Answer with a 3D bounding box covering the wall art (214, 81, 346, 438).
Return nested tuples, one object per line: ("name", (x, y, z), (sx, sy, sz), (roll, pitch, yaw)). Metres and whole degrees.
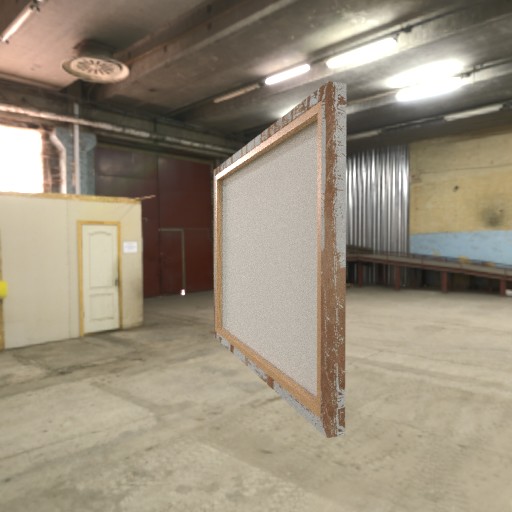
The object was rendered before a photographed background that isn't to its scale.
("wall art", (0.000, 0.000, 1.196), (0.035, 0.609, 0.914), (0, 1, -18))
